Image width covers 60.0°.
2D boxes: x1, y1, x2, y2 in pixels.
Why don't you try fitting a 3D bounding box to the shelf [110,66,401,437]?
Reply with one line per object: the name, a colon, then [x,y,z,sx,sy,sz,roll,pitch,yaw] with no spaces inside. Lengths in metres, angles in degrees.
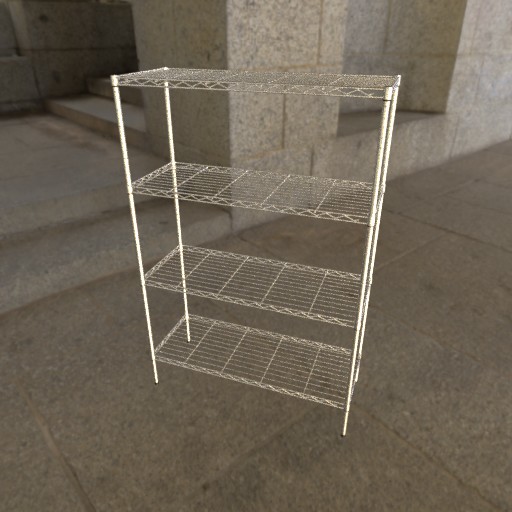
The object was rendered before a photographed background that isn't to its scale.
shelf: [0.000,0.000,1.787,0.907,1.360,0.352,10,29,17]
